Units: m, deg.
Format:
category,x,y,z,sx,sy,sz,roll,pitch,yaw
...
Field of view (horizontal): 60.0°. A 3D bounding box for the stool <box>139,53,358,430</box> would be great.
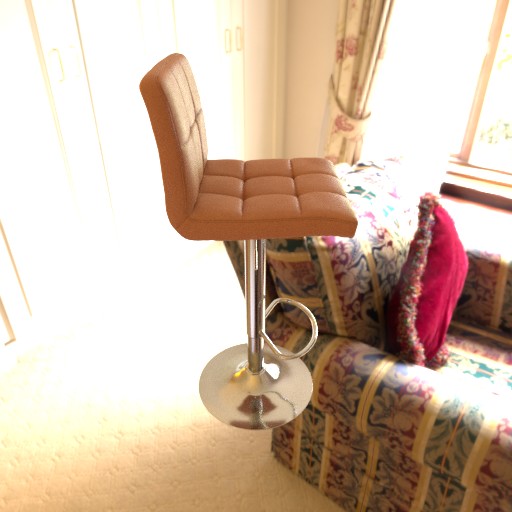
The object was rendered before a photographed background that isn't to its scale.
category,x,y,z,sx,sy,sz,roll,pitch,yaw
stool,0.000,0.000,1.370,0.505,1.115,0.430,0,32,0
